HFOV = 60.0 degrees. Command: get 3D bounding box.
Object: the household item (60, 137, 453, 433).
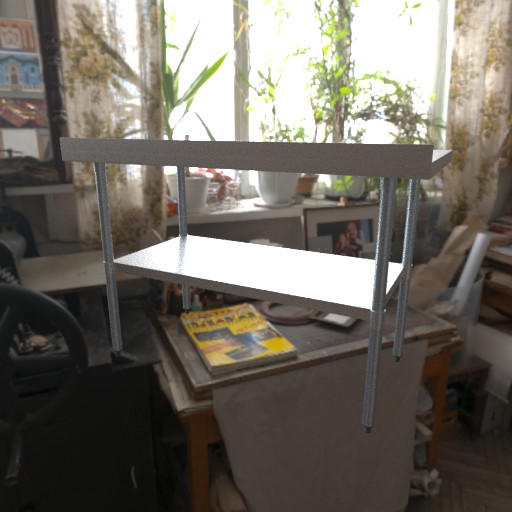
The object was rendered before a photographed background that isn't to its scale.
[{"bbox_3d":[0.000,0.000,1.650,1.219,0.851,0.610,8,18,26],"label":"household item"}]
